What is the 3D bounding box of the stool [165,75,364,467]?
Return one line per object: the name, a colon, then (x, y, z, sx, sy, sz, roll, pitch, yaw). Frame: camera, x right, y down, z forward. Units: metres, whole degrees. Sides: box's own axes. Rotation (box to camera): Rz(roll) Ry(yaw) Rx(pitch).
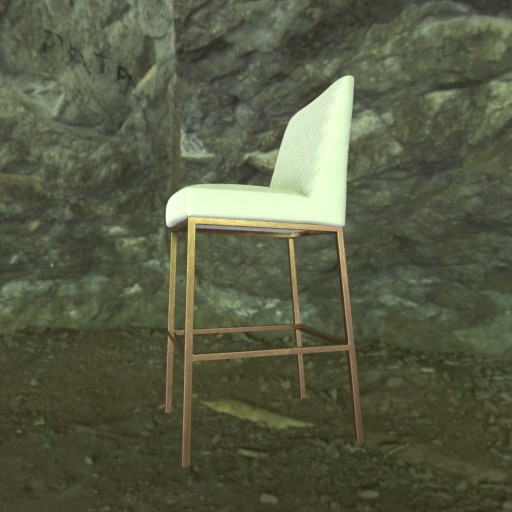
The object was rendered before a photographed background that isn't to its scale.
stool: (0.000, 0.000, 1.426, 0.546, 1.084, 0.462, 0, 0, -17)
